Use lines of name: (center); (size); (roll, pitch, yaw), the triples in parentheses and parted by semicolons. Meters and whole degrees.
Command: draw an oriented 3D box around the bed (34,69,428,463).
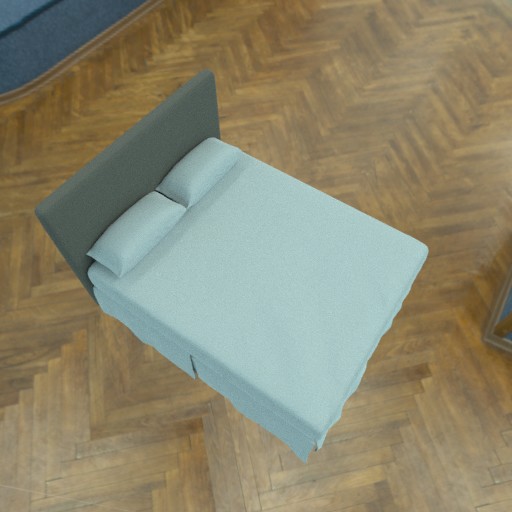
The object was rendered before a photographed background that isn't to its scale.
bed: (0.000, 0.000, 3.231); (2.142, 1.330, 1.748); (30, 63, 18)
